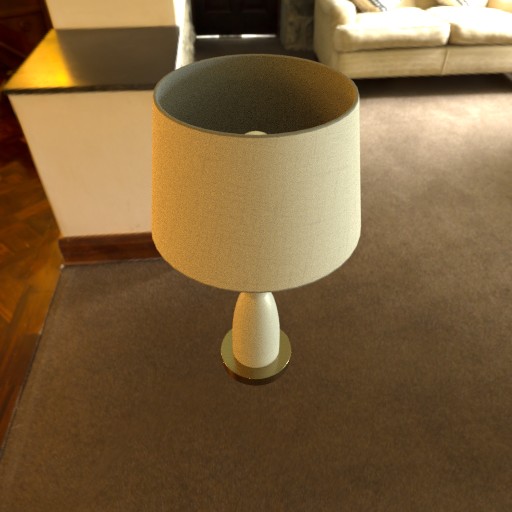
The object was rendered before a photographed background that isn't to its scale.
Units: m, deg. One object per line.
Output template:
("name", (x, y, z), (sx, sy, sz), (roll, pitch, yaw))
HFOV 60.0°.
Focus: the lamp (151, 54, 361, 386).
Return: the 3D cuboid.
("lamp", (0.000, 0.000, 0.716), (0.309, 0.545, 0.309), (0, 42, 0))
